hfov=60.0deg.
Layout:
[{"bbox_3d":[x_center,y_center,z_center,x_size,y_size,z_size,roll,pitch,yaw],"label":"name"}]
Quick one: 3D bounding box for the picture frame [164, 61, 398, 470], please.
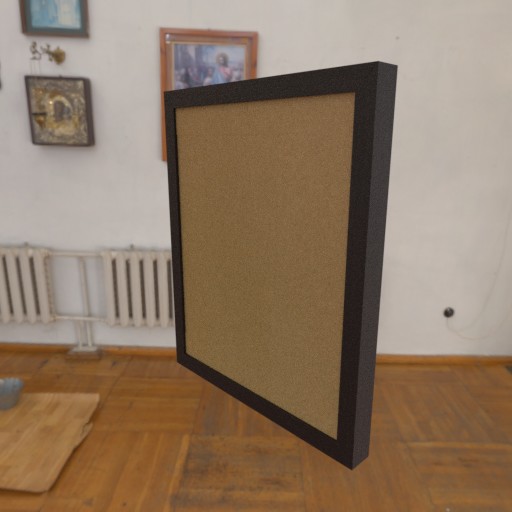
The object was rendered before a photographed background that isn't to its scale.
[{"bbox_3d":[0.000,0.000,0.751,0.044,0.555,0.452,-13,20,-42],"label":"picture frame"}]
